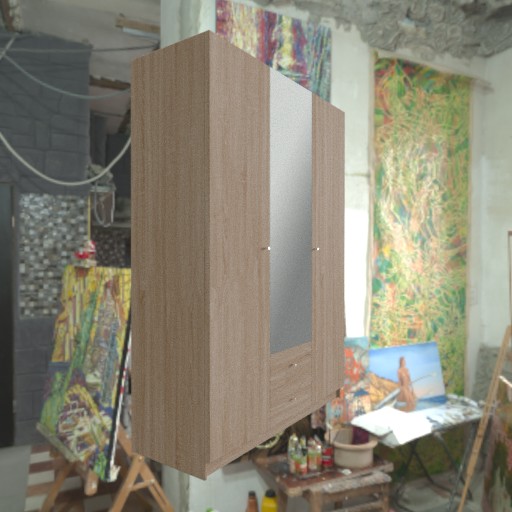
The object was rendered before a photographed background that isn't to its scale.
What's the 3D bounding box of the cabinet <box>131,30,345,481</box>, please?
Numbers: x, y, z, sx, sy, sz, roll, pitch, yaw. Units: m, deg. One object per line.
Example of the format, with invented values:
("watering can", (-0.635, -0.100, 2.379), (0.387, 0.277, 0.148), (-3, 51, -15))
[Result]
("cabinet", (0.000, 0.000, 2.838), (0.590, 2.120, 1.500), (0, 1, 36))
